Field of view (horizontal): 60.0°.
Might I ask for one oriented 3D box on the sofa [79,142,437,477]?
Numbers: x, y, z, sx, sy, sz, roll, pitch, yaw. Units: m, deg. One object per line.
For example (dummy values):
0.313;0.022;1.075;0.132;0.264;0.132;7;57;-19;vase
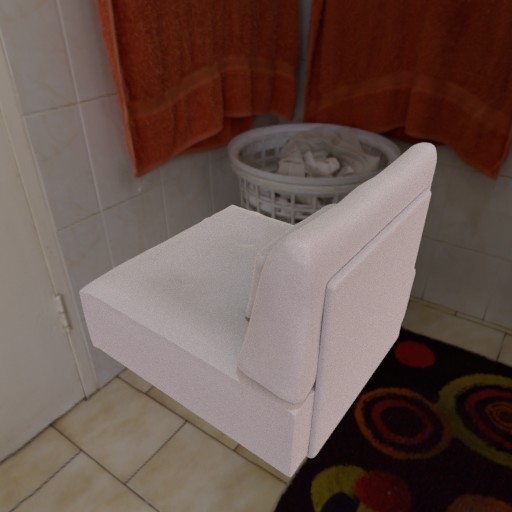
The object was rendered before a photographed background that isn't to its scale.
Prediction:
0.000;0.000;1.690;1.000;0.828;0.935;22;38;31;sofa
